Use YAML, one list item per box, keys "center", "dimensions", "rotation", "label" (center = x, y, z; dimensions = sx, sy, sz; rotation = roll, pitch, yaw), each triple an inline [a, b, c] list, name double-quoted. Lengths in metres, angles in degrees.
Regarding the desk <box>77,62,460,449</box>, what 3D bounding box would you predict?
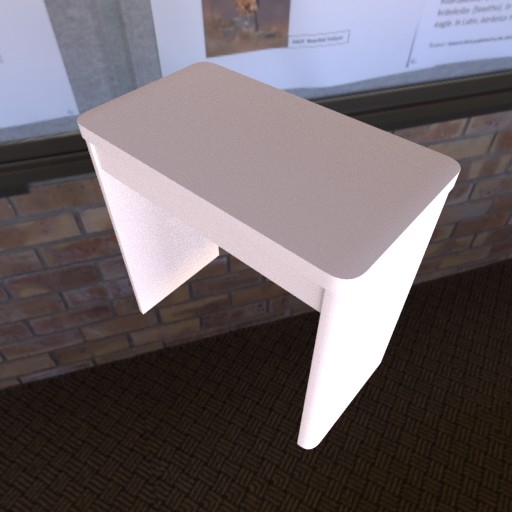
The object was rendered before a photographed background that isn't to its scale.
- center: [0.000, 0.000, 1.271]
  dimensions: [0.790, 0.760, 0.446]
  rotation: [32, 55, 27]
  label: "desk"
